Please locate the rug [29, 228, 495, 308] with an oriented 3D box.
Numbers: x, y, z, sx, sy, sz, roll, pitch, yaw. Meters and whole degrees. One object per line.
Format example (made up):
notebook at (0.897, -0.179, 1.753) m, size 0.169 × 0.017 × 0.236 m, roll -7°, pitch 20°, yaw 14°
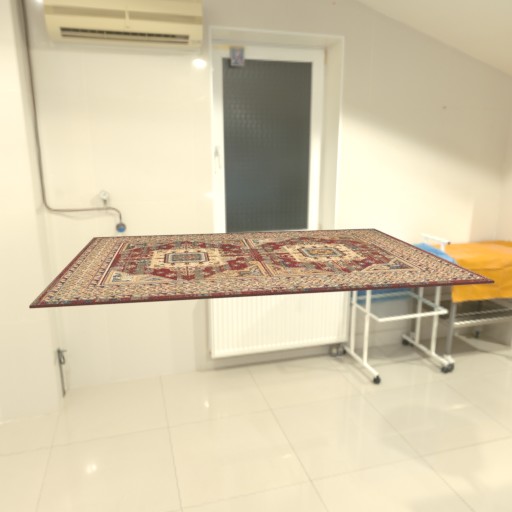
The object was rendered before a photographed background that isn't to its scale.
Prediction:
rug at (0.000, 0.000, 5.743) m, size 4.578 × 0.033 × 3.033 m, roll -2°, pitch 14°, yaw -9°
